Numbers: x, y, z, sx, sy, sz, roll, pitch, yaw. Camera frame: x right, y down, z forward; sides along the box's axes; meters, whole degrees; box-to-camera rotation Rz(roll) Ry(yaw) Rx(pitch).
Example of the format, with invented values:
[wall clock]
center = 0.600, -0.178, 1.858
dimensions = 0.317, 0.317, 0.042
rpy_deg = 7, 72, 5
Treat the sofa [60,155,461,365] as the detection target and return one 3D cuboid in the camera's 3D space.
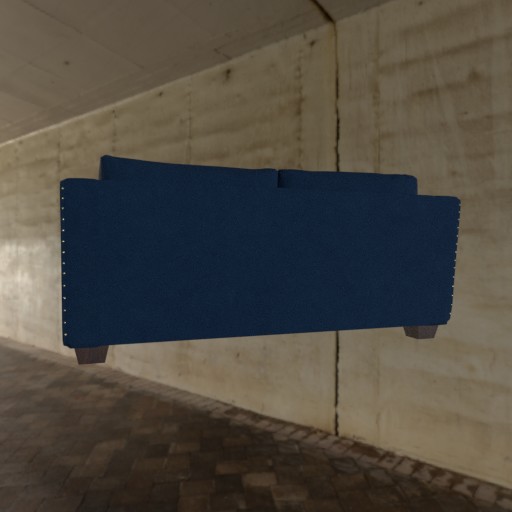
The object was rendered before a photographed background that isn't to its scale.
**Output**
[sofa]
center = 0.000, 0.000, 2.719
dimensions = 2.107, 0.983, 1.104
rpy_deg = 0, 1, -18
